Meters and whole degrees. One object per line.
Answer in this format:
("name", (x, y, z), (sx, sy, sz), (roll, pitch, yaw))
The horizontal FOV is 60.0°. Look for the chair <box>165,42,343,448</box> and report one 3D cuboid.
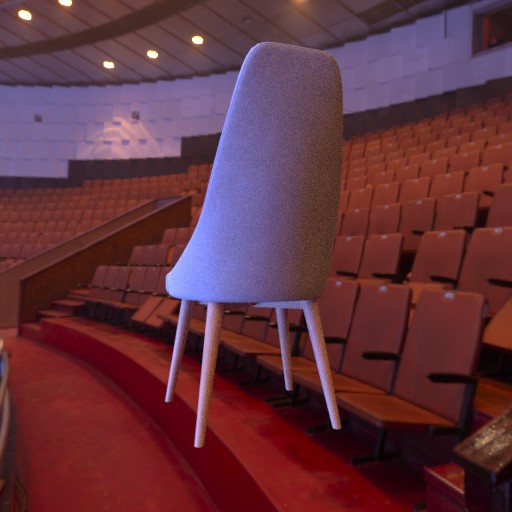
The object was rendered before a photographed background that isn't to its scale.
("chair", (0.000, 0.000, 1.401), (0.510, 1.040, 0.660), (0, -1, -19))
